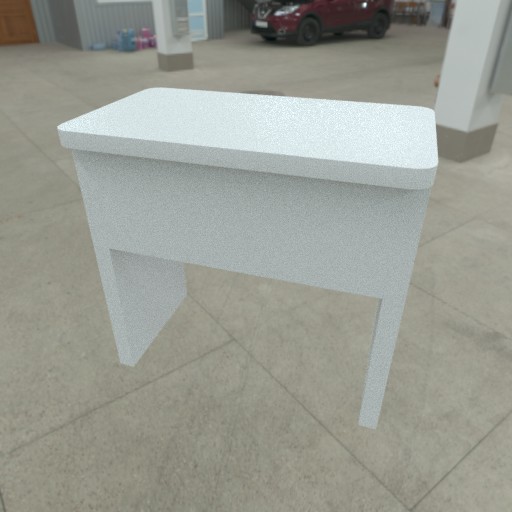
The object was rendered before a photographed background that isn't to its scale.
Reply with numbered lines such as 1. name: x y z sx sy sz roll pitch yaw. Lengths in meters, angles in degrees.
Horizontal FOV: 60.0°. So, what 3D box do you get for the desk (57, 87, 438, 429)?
1. desk: 0.000 0.000 1.230 0.790 0.760 0.446 10 34 15
